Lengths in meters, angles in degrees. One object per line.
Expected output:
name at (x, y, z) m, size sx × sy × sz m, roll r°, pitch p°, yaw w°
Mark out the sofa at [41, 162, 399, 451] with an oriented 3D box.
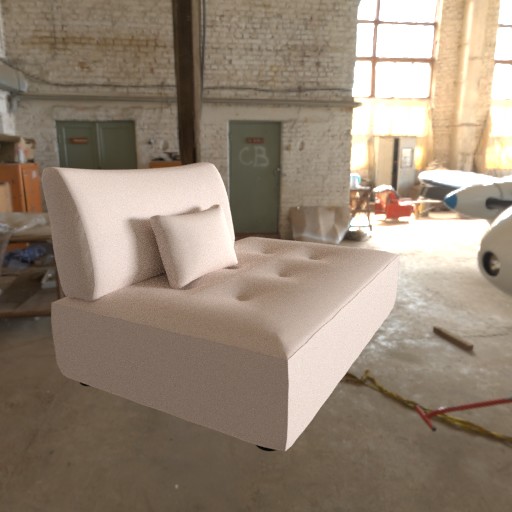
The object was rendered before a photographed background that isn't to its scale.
sofa at (0.000, 0.000, 2.021) m, size 1.000 × 0.820 × 1.450 m, roll 7°, pitch 15°, yaw 28°
